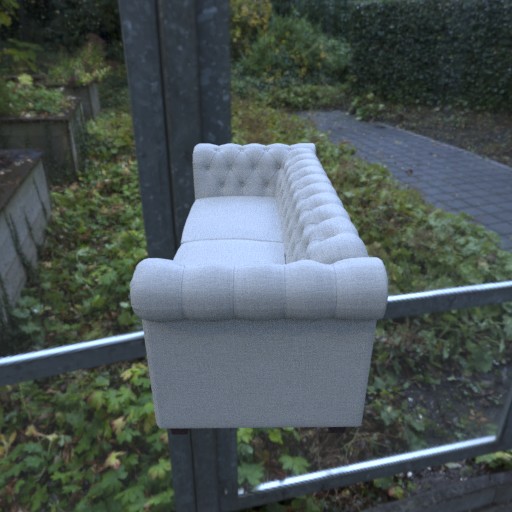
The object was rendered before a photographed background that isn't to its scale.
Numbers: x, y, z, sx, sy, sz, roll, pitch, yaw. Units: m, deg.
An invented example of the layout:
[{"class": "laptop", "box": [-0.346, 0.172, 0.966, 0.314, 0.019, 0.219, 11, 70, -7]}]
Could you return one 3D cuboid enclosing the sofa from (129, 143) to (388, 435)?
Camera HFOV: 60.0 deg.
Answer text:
[{"class": "sofa", "box": [0.000, 0.000, 2.244, 0.783, 0.797, 1.798, 0, 27, -1]}]
